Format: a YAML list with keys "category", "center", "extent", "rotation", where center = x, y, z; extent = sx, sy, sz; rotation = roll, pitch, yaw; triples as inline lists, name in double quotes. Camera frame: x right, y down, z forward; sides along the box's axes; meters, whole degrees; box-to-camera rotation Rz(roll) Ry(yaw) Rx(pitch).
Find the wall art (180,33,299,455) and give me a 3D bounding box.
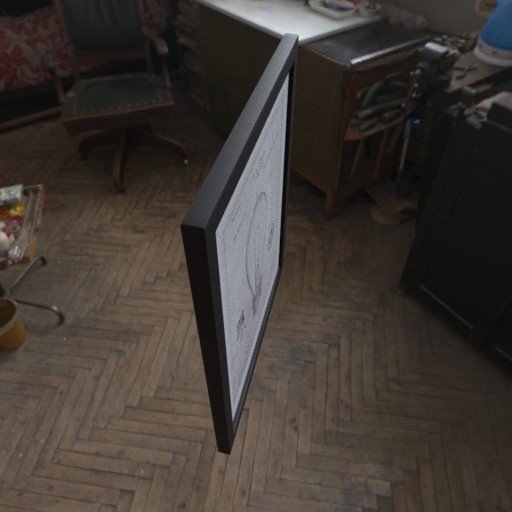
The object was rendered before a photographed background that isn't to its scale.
- category: "wall art"
  center: [0.000, 0.000, 0.691]
  extent: [0.021, 0.509, 0.430]
  rotation: [10, 47, 10]
